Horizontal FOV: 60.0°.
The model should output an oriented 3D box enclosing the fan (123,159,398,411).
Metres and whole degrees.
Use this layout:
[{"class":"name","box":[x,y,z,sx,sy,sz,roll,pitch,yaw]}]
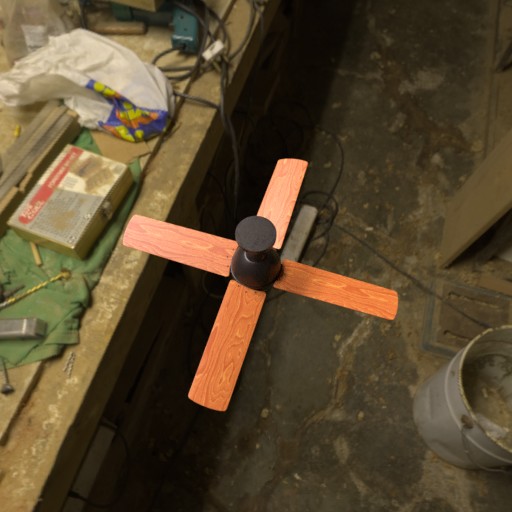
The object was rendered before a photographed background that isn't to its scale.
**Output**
[{"class":"fan","box":[0.000,0.000,1.992,1.332,0.403,1.332,16,64,8]}]
